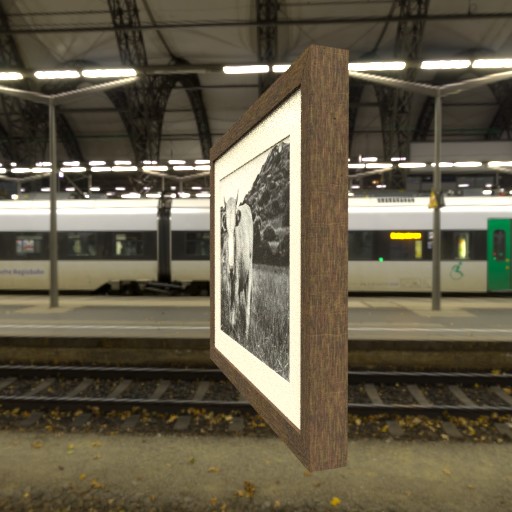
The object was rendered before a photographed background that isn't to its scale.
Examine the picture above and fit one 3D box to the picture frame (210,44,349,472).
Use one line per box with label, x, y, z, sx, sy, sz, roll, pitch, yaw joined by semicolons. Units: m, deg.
picture frame;0.000;0.000;0.527;0.033;0.330;0.378;0;1;-18
